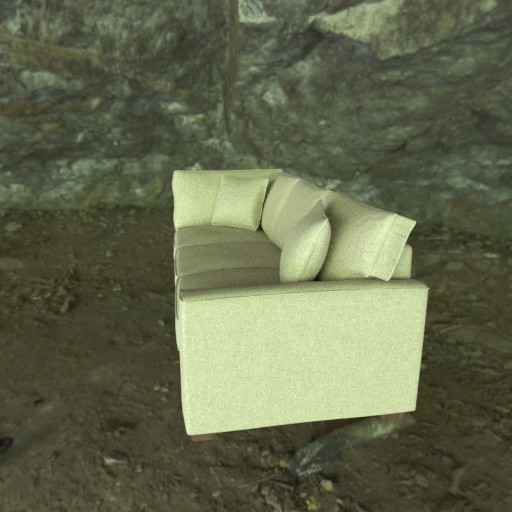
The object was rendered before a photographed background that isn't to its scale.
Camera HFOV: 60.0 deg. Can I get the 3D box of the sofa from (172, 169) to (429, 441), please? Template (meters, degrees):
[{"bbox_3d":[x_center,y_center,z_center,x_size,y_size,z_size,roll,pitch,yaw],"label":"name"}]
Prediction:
[{"bbox_3d":[0.000,0.000,2.841,1.053,0.948,2.323,-3,15,-9],"label":"sofa"}]
